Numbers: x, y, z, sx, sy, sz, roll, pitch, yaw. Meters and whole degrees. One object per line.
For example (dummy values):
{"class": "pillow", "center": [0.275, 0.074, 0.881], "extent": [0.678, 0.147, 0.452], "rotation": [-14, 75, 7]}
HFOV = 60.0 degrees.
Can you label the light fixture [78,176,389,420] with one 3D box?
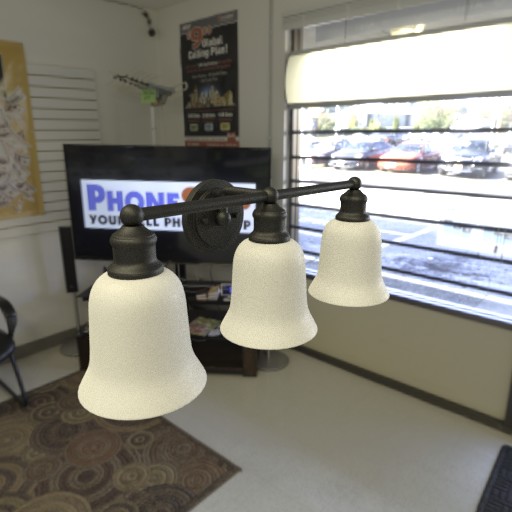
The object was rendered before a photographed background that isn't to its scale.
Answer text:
{"class": "light fixture", "center": [0.000, 0.000, 0.653], "extent": [0.198, 0.211, 0.570], "rotation": [15, 21, 43]}
